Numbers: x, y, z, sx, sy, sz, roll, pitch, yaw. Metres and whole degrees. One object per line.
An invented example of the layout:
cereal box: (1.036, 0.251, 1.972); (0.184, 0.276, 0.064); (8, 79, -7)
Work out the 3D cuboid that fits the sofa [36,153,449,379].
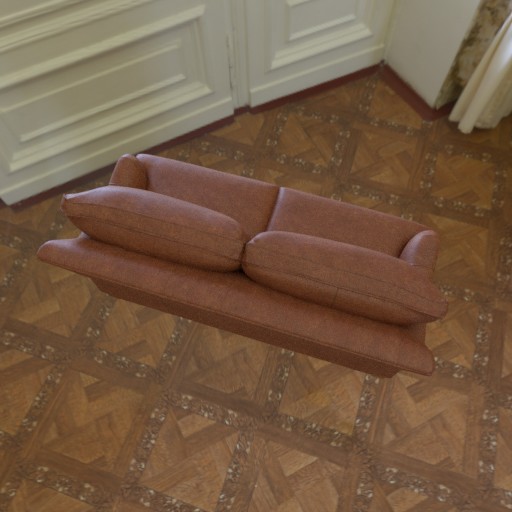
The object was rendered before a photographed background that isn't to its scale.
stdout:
sofa: (0.000, 0.000, 2.775); (2.144, 1.071, 1.147); (15, 64, 8)
